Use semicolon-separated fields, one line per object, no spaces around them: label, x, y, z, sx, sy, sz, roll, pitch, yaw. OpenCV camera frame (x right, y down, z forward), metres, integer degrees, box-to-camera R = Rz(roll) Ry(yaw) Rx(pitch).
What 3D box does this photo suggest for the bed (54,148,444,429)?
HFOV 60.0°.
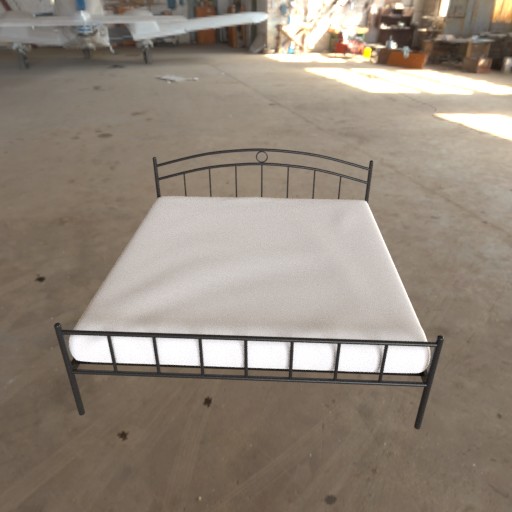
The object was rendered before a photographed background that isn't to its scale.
bed;0.000;0.000;3.079;1.880;0.940;2.040;1;30;3
